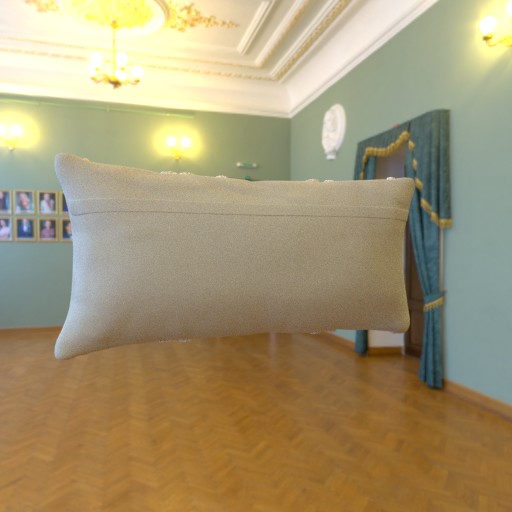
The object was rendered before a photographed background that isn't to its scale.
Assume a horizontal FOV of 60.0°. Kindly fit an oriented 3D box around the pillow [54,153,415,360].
[{"bbox_3d":[0.000,0.000,0.730,0.608,0.295,0.161,0,1,-18],"label":"pillow"}]
